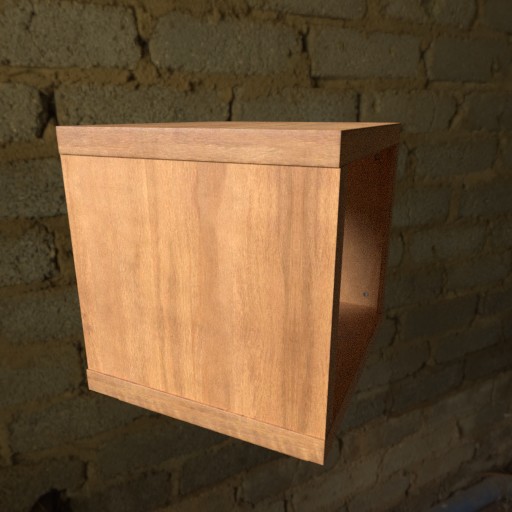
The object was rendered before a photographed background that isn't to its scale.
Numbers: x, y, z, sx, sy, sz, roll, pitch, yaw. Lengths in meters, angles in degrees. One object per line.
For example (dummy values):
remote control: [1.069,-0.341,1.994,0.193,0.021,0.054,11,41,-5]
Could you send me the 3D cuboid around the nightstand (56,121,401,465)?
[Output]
nightstand: [0.000,0.000,0.860,0.436,0.491,0.493,8,19,23]
